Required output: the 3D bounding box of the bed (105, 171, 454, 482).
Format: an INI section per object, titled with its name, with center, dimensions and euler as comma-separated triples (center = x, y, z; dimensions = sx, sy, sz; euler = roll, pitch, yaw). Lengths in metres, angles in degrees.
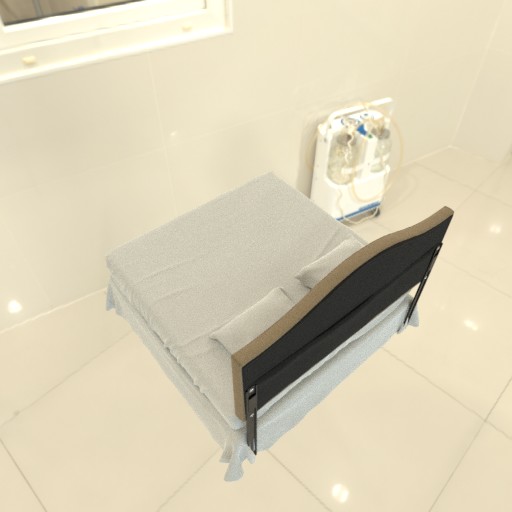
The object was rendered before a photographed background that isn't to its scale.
[bed]
center = 0.000, 0.000, 3.764
dimensions = 2.311, 1.651, 2.222
euler = -31, 54, -26
